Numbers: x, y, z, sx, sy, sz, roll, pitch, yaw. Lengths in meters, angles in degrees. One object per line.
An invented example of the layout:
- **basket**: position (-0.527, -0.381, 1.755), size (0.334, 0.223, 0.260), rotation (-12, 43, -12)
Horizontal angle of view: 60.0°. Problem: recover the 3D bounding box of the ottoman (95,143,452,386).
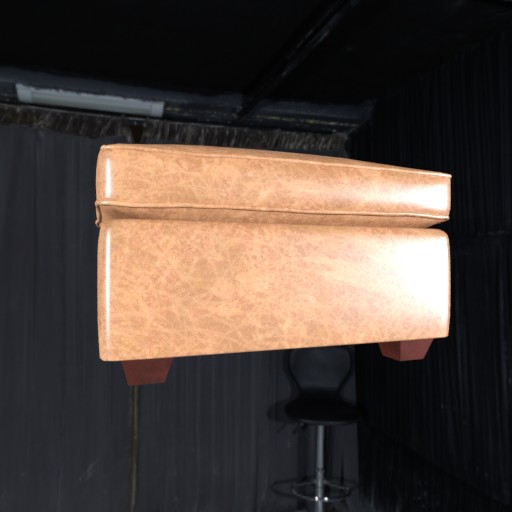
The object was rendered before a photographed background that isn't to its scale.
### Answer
- **ottoman**: position (0.000, 0.000, 1.106), size (0.756, 0.468, 0.554), rotation (0, -1, -20)
